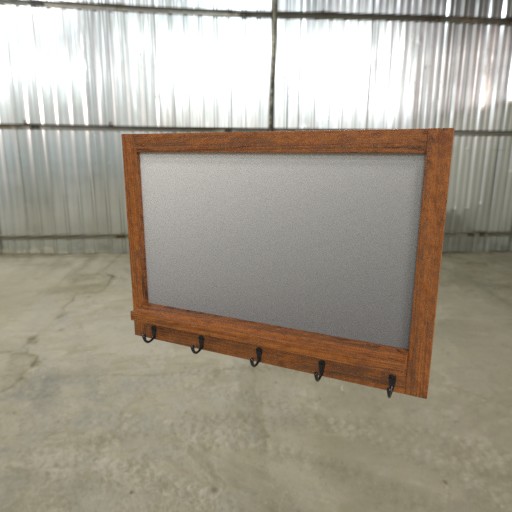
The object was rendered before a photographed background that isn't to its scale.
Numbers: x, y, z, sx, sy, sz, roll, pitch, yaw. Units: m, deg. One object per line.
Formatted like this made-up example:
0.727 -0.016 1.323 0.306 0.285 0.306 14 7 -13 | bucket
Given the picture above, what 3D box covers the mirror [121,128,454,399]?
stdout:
0.000 0.000 0.989 0.758 0.537 0.084 6 15 25 | mirror
